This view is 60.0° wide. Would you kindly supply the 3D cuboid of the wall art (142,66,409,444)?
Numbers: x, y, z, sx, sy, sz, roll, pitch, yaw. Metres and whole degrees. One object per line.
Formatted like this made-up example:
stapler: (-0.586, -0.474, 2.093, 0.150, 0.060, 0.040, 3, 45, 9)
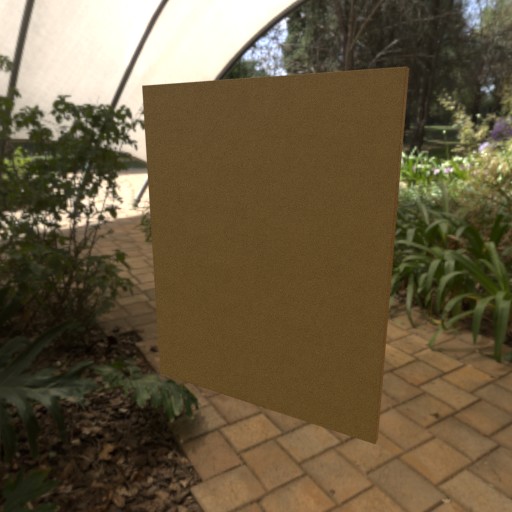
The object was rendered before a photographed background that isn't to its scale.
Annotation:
wall art: (0.000, 0.000, 1.336, 0.798, 1.002, 0.030, 8, 17, 28)
